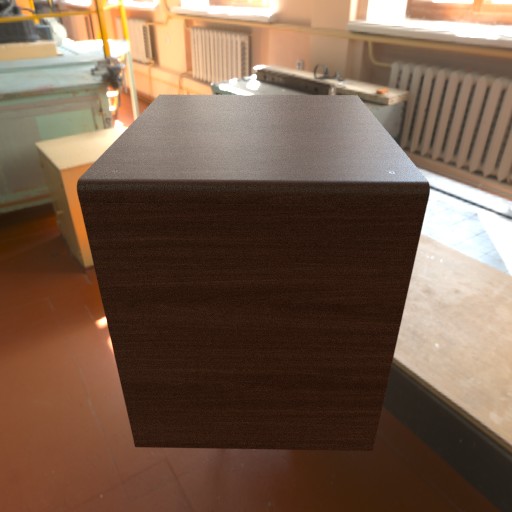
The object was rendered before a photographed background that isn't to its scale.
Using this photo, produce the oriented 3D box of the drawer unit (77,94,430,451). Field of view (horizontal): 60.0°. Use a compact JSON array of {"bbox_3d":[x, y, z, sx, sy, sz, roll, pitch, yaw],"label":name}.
[{"bbox_3d":[0.000,0.000,0.601,0.290,0.351,0.349,1,32,1],"label":"drawer unit"}]
